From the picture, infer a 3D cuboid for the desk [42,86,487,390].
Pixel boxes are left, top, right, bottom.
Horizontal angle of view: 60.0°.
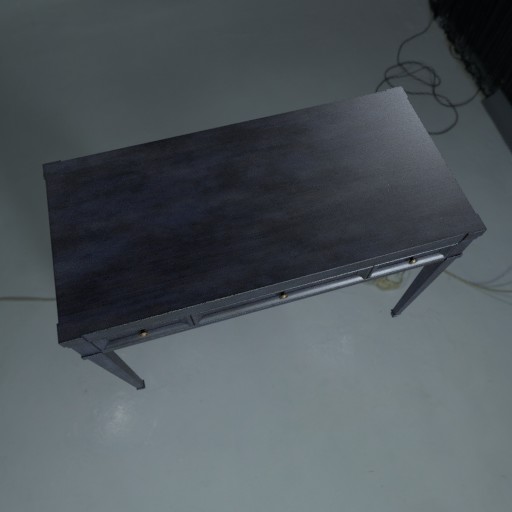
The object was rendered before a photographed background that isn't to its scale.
[{"bbox_3d":[0.000,0.000,1.793,1.289,0.861,0.630,-14,64,-7],"label":"desk"}]
